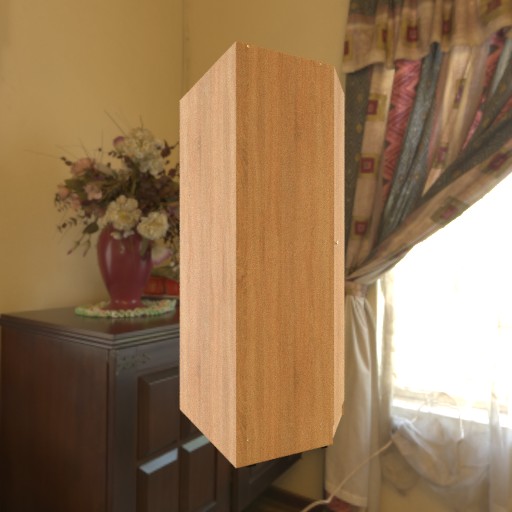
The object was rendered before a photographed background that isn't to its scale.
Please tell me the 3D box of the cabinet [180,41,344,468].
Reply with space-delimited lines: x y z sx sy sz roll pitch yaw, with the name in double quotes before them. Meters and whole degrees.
"cabinet" 0.000 0.000 2.851 1.094 2.120 1.327 0 0 18
